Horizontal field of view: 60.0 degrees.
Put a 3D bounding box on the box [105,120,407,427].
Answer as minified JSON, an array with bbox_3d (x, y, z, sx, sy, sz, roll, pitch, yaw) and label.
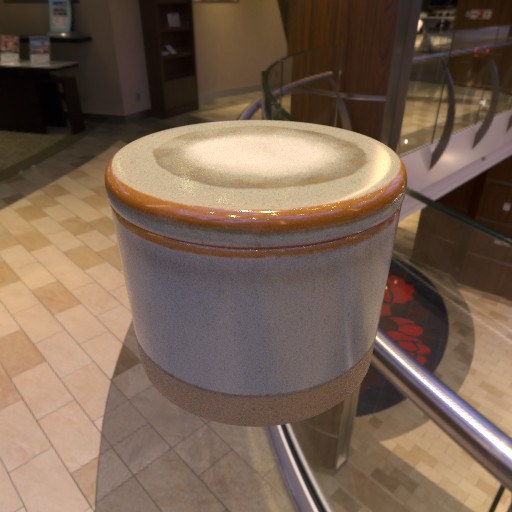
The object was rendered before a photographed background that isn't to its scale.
[{"bbox_3d":[0.000,0.000,0.209,0.123,0.100,0.123,0,30,0],"label":"box"}]
